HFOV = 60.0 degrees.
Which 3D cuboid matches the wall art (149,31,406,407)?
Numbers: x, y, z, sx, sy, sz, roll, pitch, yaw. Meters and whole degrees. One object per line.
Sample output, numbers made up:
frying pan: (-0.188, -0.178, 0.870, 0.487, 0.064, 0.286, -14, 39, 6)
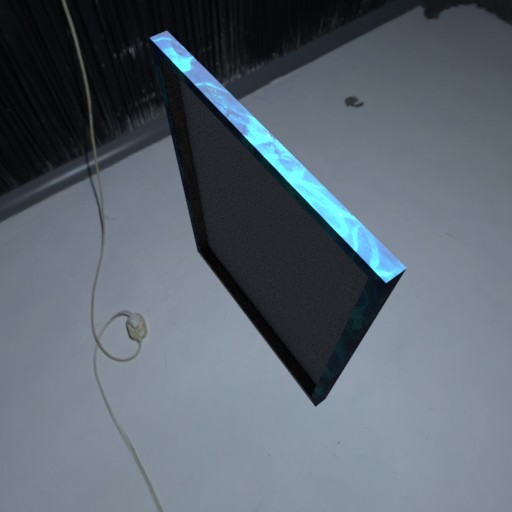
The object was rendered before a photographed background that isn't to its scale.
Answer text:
wall art: (0.000, 0.000, 1.013, 0.038, 0.760, 0.609, -32, 65, -17)
